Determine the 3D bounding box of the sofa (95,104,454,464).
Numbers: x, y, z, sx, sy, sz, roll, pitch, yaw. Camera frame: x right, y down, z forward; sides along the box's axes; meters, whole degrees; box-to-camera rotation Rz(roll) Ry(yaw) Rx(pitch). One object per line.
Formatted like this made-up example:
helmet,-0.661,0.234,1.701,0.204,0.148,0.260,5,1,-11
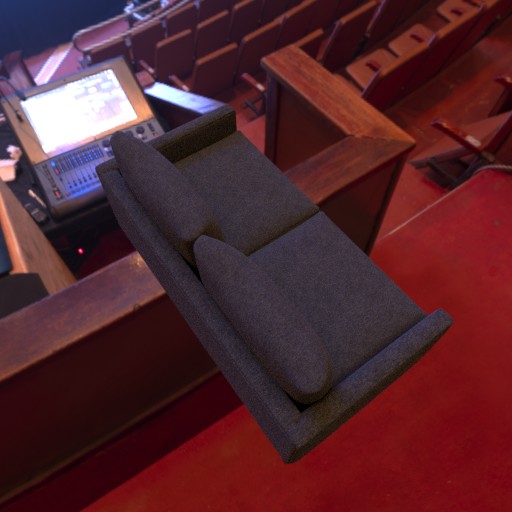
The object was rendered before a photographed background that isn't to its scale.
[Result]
sofa,0.000,0.000,2.232,0.866,0.862,1.716,-32,63,-18
